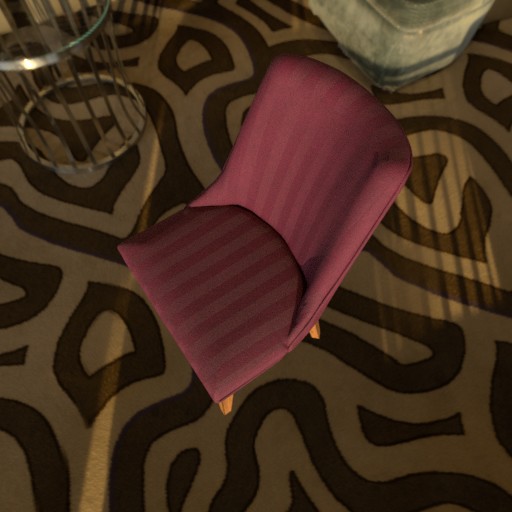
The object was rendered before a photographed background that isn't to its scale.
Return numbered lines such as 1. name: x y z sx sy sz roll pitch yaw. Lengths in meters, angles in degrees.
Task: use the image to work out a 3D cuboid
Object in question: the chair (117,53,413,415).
1. chair: 0.000 0.000 1.288 0.638 0.916 0.548 -32 68 -15
